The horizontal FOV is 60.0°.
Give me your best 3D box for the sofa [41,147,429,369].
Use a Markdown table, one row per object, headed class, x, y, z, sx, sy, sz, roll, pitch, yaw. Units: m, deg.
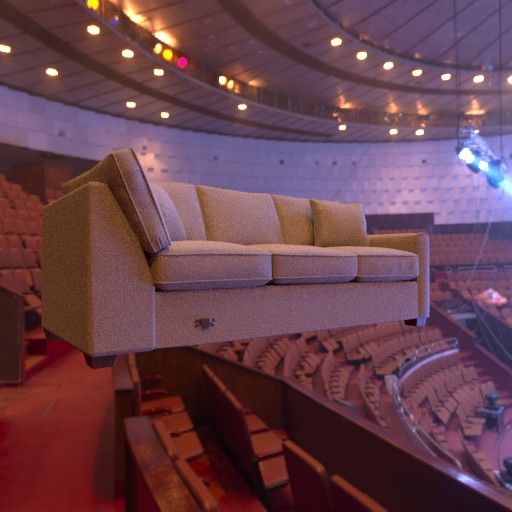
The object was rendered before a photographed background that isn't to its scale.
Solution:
| class | x | y | z | sx | sy | sz | roll | pitch | yaw |
| --- | --- | --- | --- | --- | --- | --- | --- | --- | --- |
| sofa | 0.000 | 0.000 | 2.814 | 2.317 | 0.962 | 1.061 | 1 | -1 | -35 |
